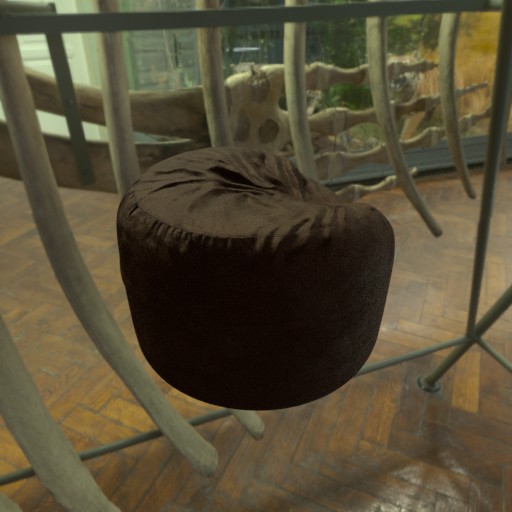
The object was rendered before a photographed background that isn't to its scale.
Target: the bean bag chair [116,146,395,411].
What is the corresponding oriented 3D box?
[{"bbox_3d":[0.000,0.000,1.555,0.918,0.616,0.918,0,31,0],"label":"bean bag chair"}]
